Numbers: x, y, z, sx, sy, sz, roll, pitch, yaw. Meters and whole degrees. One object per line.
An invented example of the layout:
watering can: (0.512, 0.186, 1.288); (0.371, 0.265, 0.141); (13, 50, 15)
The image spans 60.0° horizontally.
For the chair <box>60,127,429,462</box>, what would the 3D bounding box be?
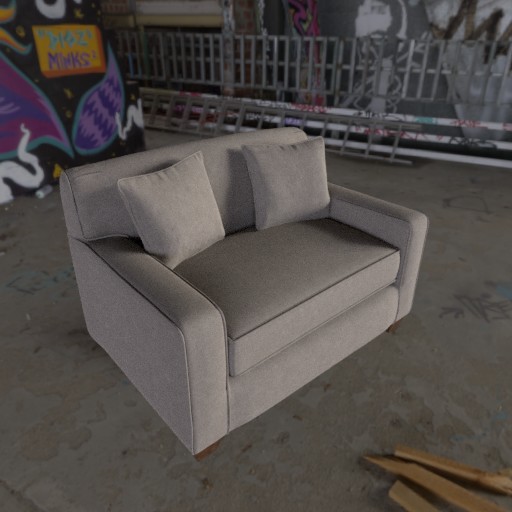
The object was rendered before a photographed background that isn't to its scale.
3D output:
chair: (0.000, 0.000, 2.084); (1.395, 0.953, 0.992); (-22, 35, -35)
